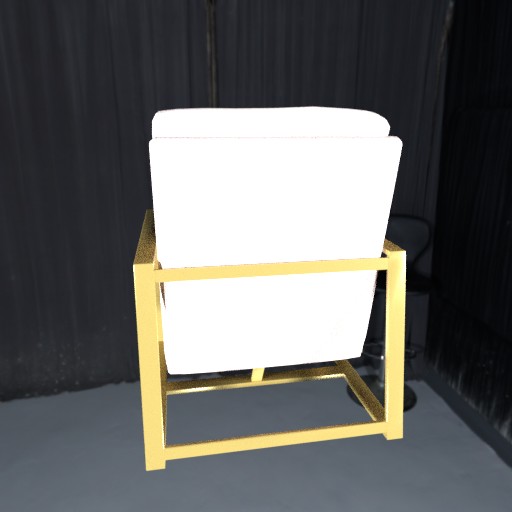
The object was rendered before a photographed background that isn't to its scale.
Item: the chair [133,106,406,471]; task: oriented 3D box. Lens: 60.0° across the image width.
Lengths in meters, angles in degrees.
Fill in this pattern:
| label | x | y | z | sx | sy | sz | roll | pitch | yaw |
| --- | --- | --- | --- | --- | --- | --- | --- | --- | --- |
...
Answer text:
| label | x | y | z | sx | sy | sz | roll | pitch | yaw |
| --- | --- | --- | --- | --- | --- | --- | --- | --- | --- |
| chair | 0.000 | 0.000 | 1.529 | 0.758 | 0.956 | 0.813 | -3 | 16 | -10 |
